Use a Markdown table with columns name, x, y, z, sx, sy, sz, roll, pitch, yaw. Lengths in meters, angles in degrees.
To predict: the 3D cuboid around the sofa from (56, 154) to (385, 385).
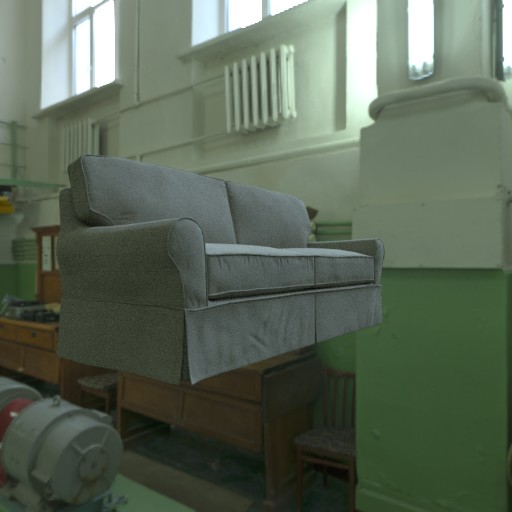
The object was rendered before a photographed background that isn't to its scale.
| name | x | y | z | sx | sy | sz | roll | pitch | yaw |
| --- | --- | --- | --- | --- | --- | --- | --- | --- | --- |
| sofa | 0.000 | 0.000 | 2.771 | 0.900 | 1.014 | 2.246 | 0 | -1 | 36 |
